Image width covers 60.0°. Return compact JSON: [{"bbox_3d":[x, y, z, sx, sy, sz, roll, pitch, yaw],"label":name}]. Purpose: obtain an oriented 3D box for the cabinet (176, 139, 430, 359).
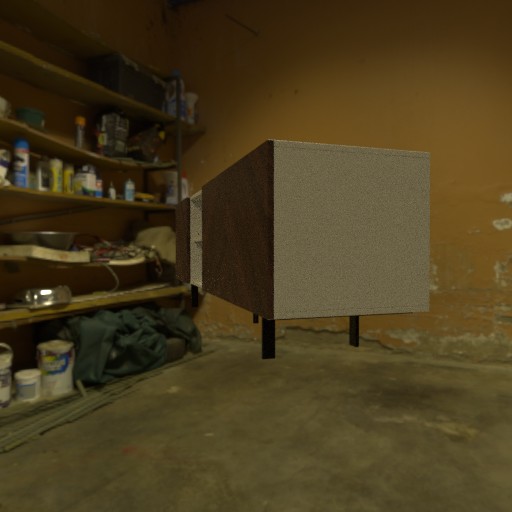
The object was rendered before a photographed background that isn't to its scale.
[{"bbox_3d":[0.000,0.000,1.757,0.431,0.533,1.499,0,1,-18],"label":"cabinet"}]
